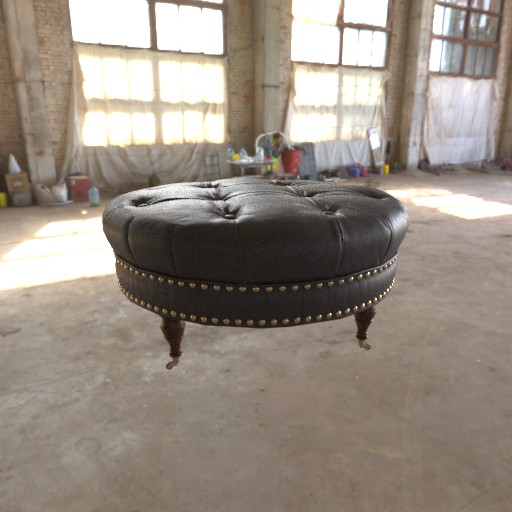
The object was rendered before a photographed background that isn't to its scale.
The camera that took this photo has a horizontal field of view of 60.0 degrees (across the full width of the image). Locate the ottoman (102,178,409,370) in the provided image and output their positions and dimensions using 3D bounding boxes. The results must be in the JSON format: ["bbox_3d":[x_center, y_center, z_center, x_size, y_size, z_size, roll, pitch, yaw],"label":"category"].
[{"bbox_3d":[0.000,0.000,1.406,0.901,0.439,0.901,0,16,0],"label":"ottoman"}]
